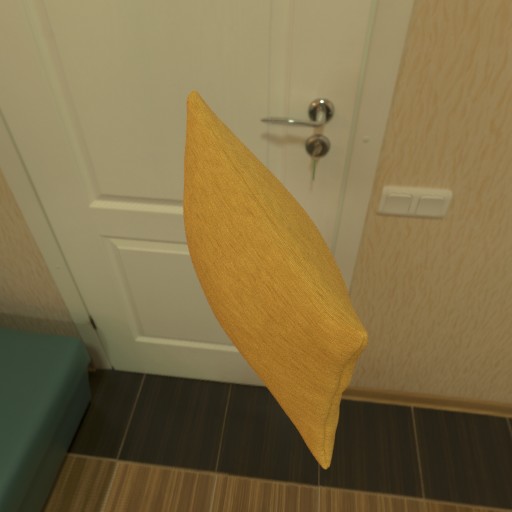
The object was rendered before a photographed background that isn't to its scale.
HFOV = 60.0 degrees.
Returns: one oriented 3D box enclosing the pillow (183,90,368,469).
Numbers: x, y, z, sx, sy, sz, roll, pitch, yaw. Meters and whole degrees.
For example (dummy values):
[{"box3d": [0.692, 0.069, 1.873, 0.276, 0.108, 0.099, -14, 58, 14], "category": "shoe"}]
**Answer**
[{"box3d": [0.000, 0.000, 0.779, 0.210, 0.354, 0.634, -16, 47, -16], "category": "pillow"}]
